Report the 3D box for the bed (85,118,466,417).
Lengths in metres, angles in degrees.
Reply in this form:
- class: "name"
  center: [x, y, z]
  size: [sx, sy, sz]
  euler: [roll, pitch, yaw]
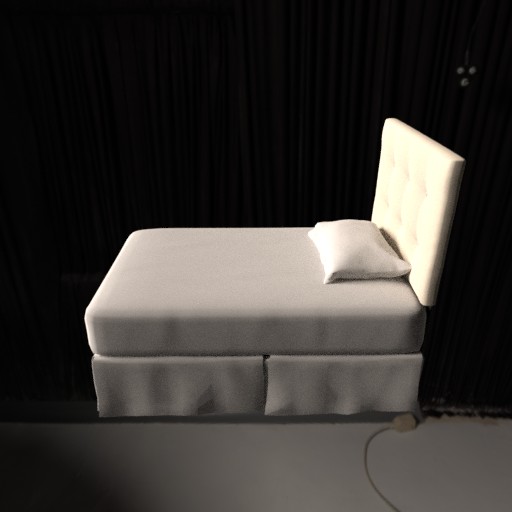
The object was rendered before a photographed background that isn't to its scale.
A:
- class: "bed"
  center: [0.000, 0.000, 2.912]
  size: [1.997, 1.571, 1.261]
  euler: [0, 27, -1]
